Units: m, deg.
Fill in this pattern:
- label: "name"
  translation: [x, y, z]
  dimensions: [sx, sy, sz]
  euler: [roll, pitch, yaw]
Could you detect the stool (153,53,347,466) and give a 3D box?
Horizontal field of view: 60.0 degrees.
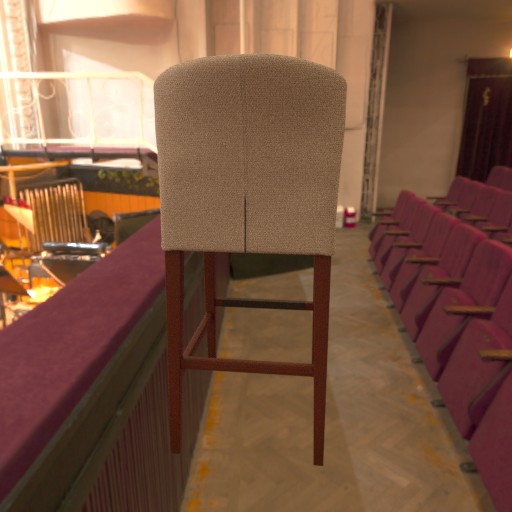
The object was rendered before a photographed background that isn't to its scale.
- label: "stool"
  translation: [0.000, 0.000, 1.367]
  dimensions: [0.481, 1.069, 0.568]
  euler: [2, 16, 7]
